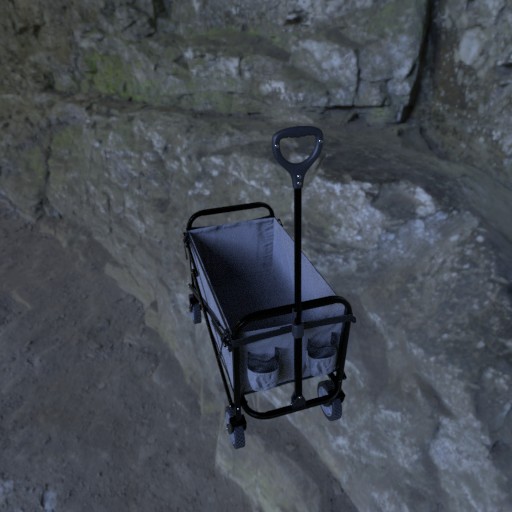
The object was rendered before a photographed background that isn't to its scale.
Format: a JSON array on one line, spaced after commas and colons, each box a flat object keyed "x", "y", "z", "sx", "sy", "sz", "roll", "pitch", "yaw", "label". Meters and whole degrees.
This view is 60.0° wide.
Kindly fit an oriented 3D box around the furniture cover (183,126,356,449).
[{"x": 0.000, "y": 0.000, "z": 1.874, "sx": 0.532, "sy": 1.295, "sz": 1.038, "roll": -10, "pitch": 34, "yaw": -15, "label": "furniture cover"}]
